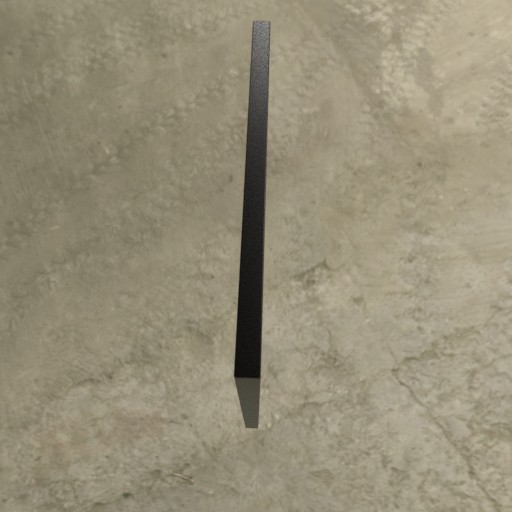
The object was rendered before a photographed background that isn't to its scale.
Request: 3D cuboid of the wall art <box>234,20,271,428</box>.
[{"bbox_3d":[0.000,0.000,1.128,0.038,0.761,0.755,2,64,1],"label":"wall art"}]
